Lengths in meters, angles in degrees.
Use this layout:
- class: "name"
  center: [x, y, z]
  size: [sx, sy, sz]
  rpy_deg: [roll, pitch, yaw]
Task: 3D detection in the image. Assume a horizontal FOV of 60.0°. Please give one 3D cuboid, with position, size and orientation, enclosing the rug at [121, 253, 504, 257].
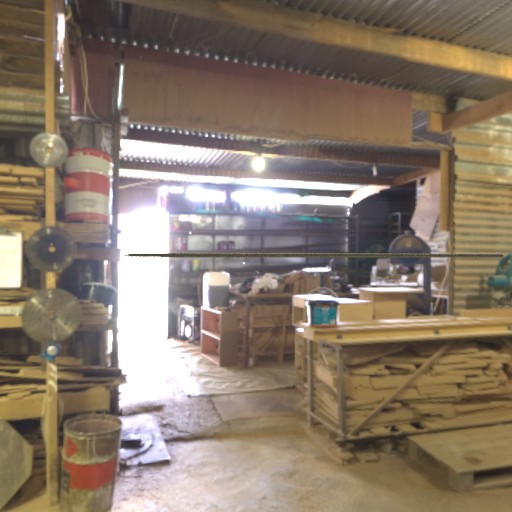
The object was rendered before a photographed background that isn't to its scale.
- class: "rug"
  center: [0.000, 0.000, 2.682]
  size: [1.543, 0.015, 2.144]
  rpy_deg: [0, 0, -18]
